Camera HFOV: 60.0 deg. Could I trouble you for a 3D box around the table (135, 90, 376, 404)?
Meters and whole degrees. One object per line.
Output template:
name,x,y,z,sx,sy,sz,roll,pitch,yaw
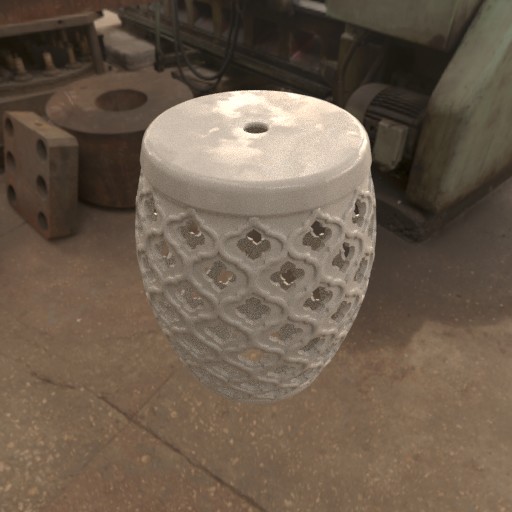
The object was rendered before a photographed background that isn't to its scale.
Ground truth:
table,0.000,0.000,0.639,0.325,0.388,0.325,0,40,0
